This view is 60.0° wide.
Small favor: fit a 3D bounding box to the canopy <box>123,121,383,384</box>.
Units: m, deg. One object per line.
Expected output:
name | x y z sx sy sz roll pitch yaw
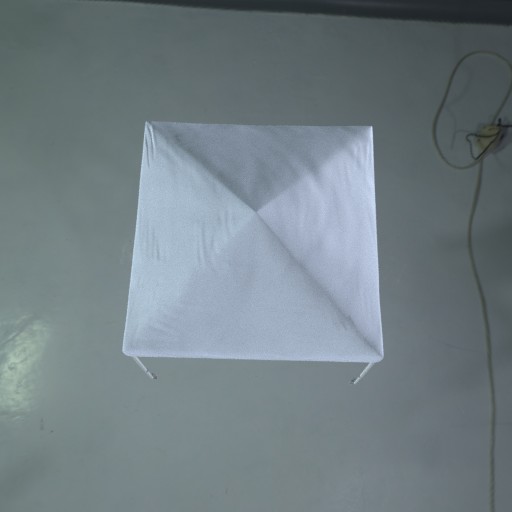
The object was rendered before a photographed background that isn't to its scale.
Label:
canopy | 0.000 0.000 6.515 3.599 3.600 3.600 1 75 0
